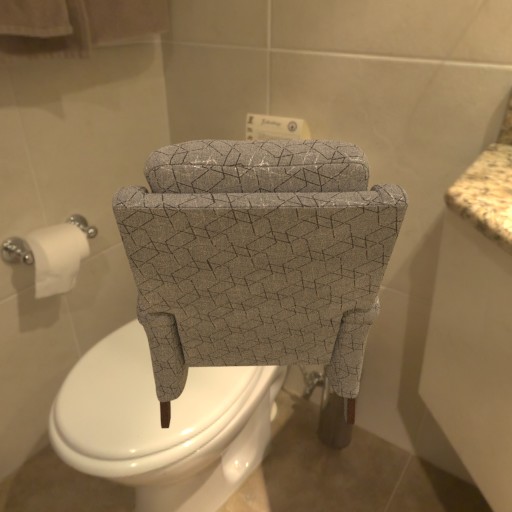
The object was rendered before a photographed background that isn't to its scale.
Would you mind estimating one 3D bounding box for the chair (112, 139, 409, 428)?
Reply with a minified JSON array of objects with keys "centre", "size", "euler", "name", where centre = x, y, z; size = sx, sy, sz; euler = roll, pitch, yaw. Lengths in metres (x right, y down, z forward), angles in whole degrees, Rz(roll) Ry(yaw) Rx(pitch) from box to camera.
[{"centre":[0.000,0.000,1.632],"size":[0.753,1.048,0.987],"euler":[-1,30,-1],"name":"chair"}]
